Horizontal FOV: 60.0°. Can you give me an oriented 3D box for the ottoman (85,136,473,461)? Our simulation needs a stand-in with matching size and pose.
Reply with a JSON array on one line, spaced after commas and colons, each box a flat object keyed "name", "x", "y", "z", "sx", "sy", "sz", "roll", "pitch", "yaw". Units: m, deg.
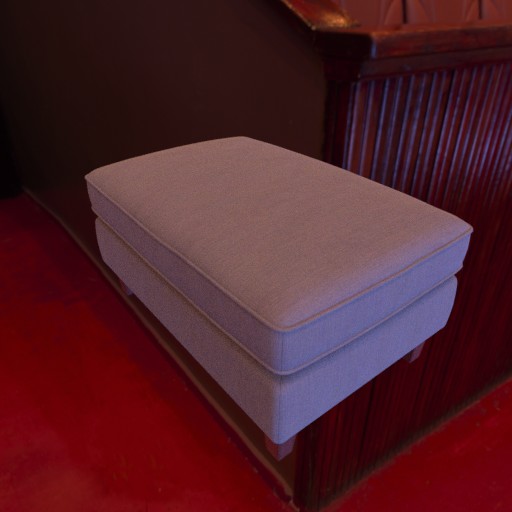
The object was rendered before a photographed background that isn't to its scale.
[{"name": "ottoman", "x": 0.000, "y": 0.000, "z": 1.290, "sx": 0.636, "sy": 0.480, "sz": 0.941, "roll": -22, "pitch": 38, "yaw": -32}]
